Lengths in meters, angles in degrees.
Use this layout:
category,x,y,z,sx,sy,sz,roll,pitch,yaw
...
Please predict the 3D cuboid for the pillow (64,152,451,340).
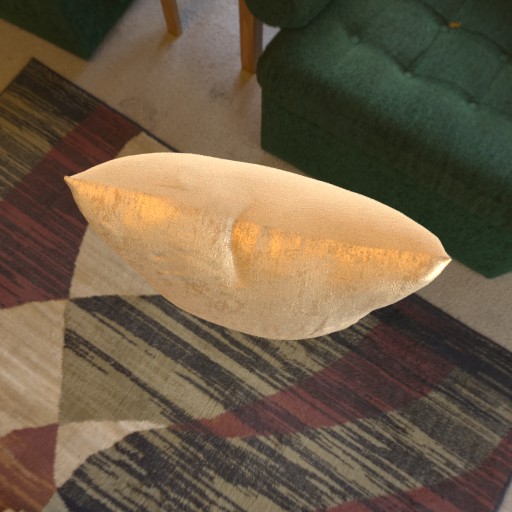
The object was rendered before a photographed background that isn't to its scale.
category,x,y,z,sx,sy,sz,roll,pitch,yaw
pillow,0.000,0.000,0.706,0.450,0.448,0.245,15,76,4
